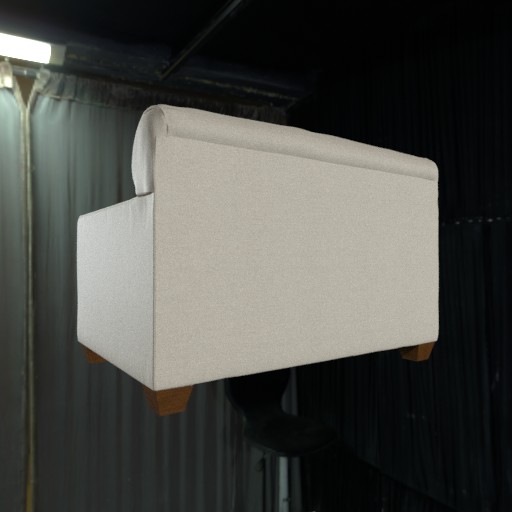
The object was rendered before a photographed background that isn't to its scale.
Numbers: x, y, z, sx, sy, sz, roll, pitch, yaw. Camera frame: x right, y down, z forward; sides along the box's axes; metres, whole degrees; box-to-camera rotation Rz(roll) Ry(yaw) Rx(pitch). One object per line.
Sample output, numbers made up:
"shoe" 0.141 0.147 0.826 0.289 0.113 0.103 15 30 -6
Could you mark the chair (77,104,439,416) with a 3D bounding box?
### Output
"chair" 0.000 0.000 2.035 1.383 0.948 1.000 0 0 -34
